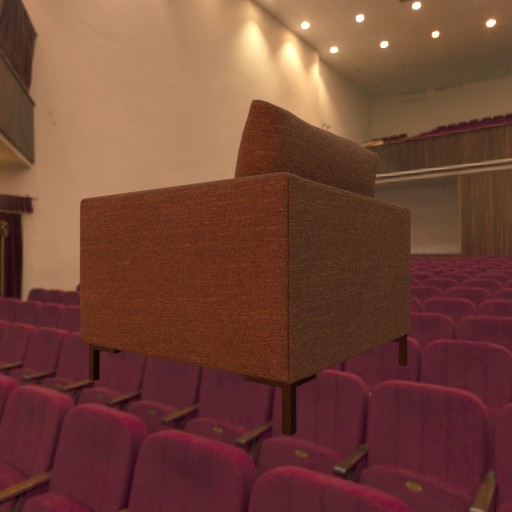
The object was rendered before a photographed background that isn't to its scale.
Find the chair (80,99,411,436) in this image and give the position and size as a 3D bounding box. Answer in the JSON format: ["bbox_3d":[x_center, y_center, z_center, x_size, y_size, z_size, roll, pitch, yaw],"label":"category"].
[{"bbox_3d":[0.000,0.000,1.610,0.845,0.841,0.940,0,0,36],"label":"chair"}]
